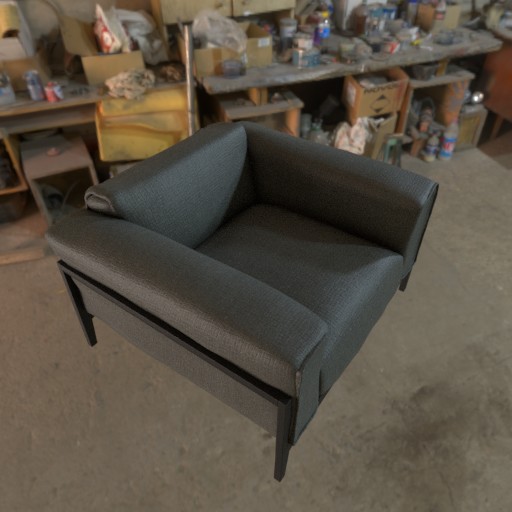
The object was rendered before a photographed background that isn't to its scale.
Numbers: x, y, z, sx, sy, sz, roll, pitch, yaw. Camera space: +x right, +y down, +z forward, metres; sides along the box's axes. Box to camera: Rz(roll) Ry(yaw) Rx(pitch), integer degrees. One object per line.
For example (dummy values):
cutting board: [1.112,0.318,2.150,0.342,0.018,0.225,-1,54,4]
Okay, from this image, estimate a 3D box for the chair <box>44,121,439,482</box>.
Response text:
chair: [0.000,0.000,1.662,0.969,0.646,1.056,25,46,26]
